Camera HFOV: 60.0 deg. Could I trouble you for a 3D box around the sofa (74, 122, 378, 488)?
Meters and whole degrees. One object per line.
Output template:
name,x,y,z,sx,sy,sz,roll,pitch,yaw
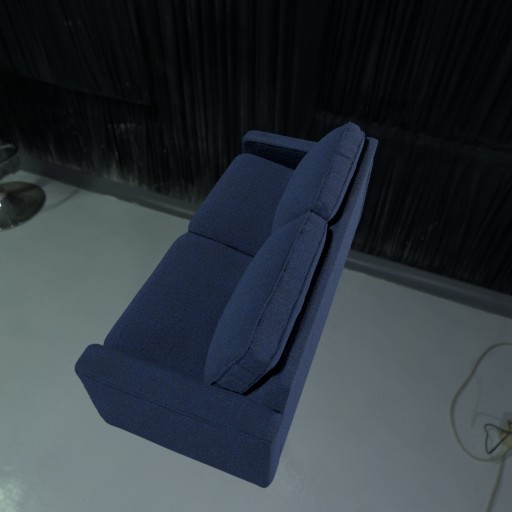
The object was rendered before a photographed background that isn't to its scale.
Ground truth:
sofa,0.000,0.000,2.524,0.940,0.919,2.080,15,48,14
